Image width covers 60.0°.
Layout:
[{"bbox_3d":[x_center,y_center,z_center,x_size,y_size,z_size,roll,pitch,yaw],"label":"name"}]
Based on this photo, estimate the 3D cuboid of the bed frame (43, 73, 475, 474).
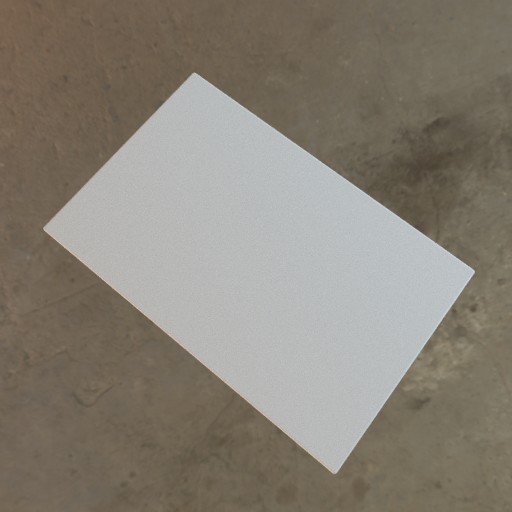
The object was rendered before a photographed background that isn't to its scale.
[{"bbox_3d":[0.000,0.000,3.801,2.987,0.440,1.930,38,78,9],"label":"bed frame"}]
